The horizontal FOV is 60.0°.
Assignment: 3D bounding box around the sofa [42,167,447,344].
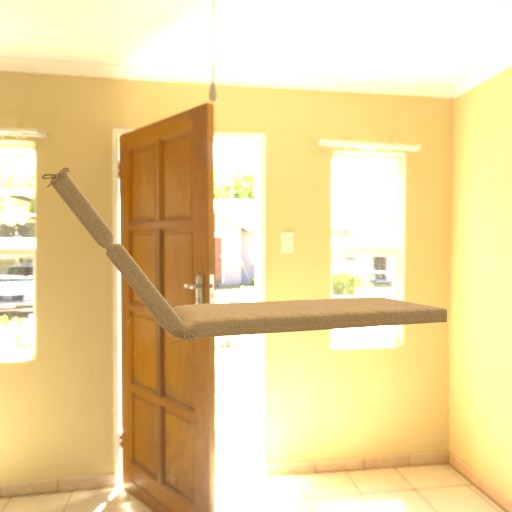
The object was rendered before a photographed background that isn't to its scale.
[{"bbox_3d":[0.000,0.000,1.977,1.663,0.622,0.582,0,1,-18],"label":"sofa"}]
